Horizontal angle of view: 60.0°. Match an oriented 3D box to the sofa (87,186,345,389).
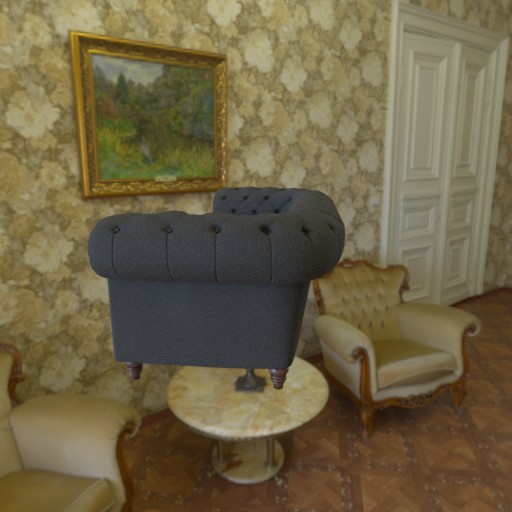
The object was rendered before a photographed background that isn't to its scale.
[{"bbox_3d":[0.000,0.000,2.748,0.991,0.762,2.362,2,12,7],"label":"sofa"}]
